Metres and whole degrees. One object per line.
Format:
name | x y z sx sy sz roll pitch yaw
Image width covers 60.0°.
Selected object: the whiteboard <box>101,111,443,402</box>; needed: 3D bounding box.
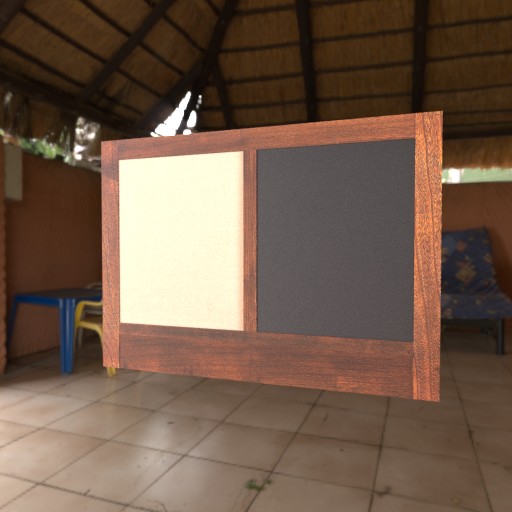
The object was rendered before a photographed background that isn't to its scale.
whiteboard | 0.000 0.000 1.002 0.768 0.553 0.083 0 2 19
